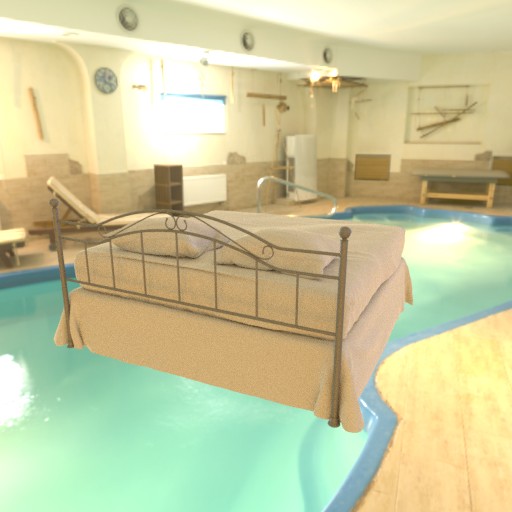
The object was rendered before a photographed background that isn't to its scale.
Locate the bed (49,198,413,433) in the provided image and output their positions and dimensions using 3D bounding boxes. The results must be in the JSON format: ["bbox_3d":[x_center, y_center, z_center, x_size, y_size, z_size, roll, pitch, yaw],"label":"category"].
[{"bbox_3d":[0.000,0.000,3.570,2.309,1.080,2.220,8,18,26],"label":"bed"}]
